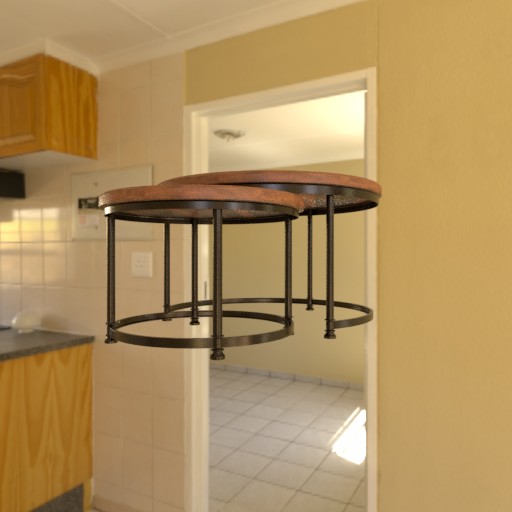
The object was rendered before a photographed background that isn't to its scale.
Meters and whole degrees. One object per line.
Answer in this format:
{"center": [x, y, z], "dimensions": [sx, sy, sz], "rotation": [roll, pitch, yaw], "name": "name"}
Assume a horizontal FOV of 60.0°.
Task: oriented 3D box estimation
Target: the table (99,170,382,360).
{"center": [0.000, 0.000, 1.618], "dimensions": [0.870, 0.516, 1.152], "rotation": [0, 0, 18], "name": "table"}
